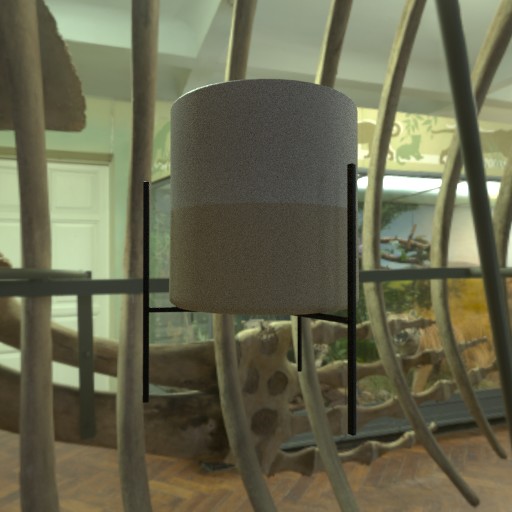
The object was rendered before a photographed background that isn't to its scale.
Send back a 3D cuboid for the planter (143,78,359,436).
[{"bbox_3d":[0.000,0.000,0.551,0.267,0.362,0.263,0,-1,-18],"label":"planter"}]
